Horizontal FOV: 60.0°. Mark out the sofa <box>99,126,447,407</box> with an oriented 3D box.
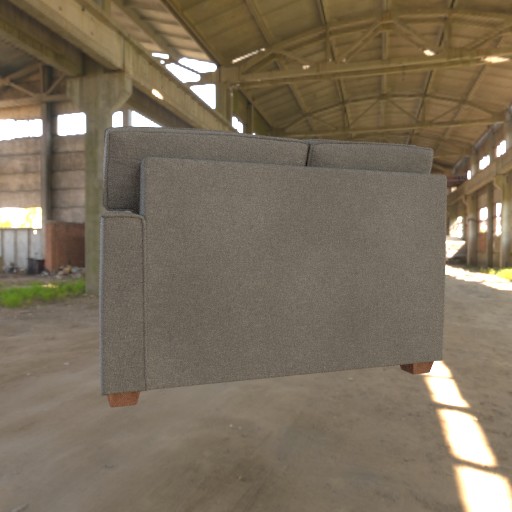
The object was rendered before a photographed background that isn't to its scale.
[{"bbox_3d":[0.000,0.000,2.083,1.388,0.989,0.991,0,1,-18],"label":"sofa"}]
